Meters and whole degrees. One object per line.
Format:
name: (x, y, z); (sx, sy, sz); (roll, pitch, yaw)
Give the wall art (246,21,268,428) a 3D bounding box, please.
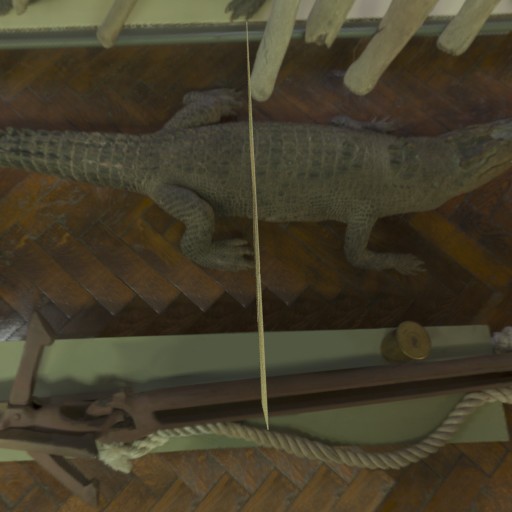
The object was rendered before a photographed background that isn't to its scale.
wall art: (0.000, 0.000, 2.283); (0.002, 1.505, 1.517); (-3, 75, -1)
